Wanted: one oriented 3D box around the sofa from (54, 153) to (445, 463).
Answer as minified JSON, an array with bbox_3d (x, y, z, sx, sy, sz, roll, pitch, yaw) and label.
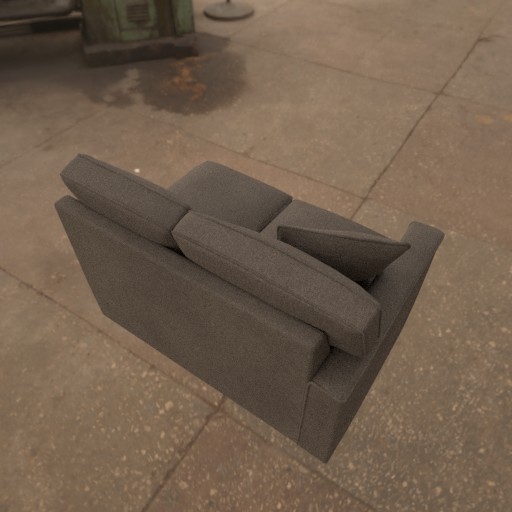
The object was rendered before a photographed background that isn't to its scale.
[{"bbox_3d":[0.000,0.000,2.063,1.388,0.989,0.991,26,52,23],"label":"sofa"}]
